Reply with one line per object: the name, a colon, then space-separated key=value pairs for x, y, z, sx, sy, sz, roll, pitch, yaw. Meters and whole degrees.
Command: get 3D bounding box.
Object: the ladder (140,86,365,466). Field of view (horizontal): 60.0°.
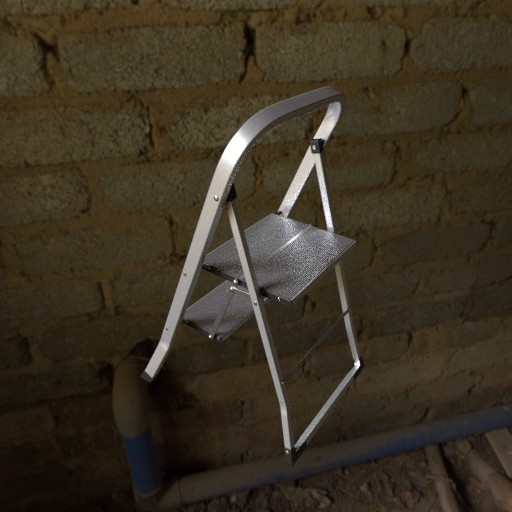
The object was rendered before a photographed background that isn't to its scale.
ladder: x=0.000 y=0.000 z=1.145 sx=0.530 sy=0.830 sz=0.465 roll=22 pitch=38 yaw=30
